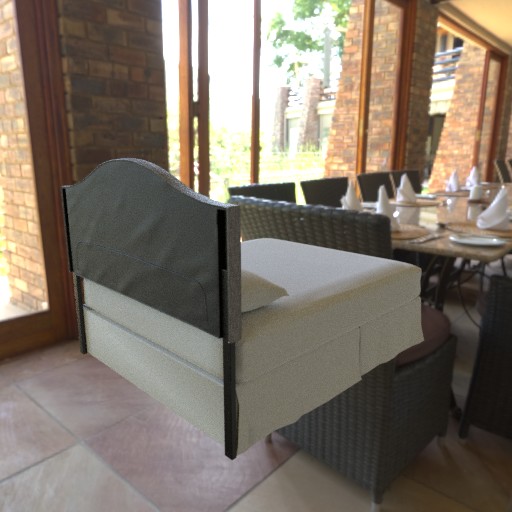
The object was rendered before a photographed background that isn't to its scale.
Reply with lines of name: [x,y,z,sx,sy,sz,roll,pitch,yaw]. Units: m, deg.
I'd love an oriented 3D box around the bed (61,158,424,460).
bed: [0.000,0.000,2.965,1.610,1.295,1.870,13,18,43]
